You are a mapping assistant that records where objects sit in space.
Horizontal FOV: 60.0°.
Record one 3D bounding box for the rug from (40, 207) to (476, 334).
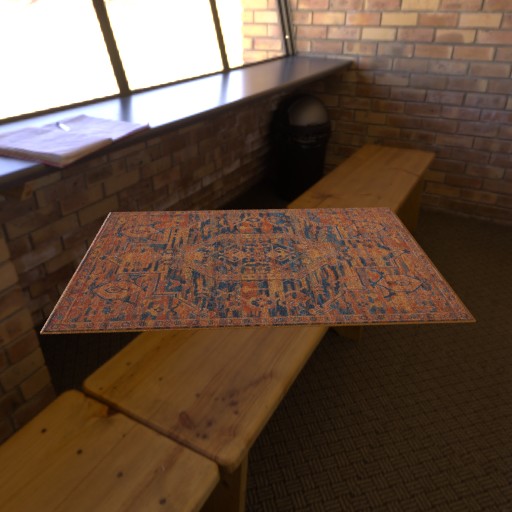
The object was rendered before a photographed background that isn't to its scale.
[{"bbox_3d":[0.000,0.000,2.278,1.758,0.013,1.148,-1,30,-2],"label":"rug"}]
